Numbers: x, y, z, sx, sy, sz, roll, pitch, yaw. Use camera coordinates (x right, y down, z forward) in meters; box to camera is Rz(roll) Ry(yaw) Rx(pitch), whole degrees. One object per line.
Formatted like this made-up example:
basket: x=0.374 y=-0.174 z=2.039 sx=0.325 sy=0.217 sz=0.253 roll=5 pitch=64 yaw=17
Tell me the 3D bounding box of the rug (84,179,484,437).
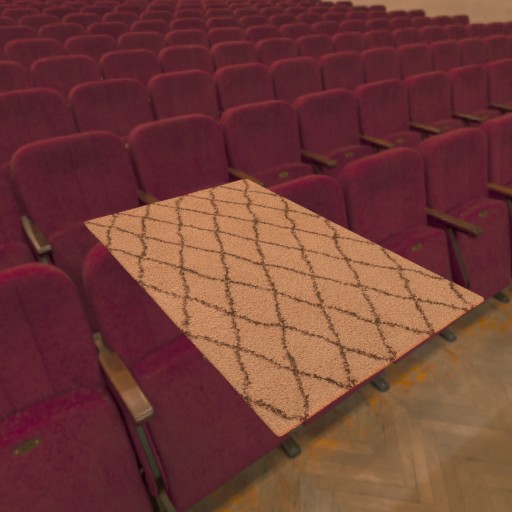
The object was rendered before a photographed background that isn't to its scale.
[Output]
rug: x=0.000 y=0.000 z=3.447 sx=1.778 sy=0.030 sz=2.743 roll=-21 pitch=37 yaw=-31
